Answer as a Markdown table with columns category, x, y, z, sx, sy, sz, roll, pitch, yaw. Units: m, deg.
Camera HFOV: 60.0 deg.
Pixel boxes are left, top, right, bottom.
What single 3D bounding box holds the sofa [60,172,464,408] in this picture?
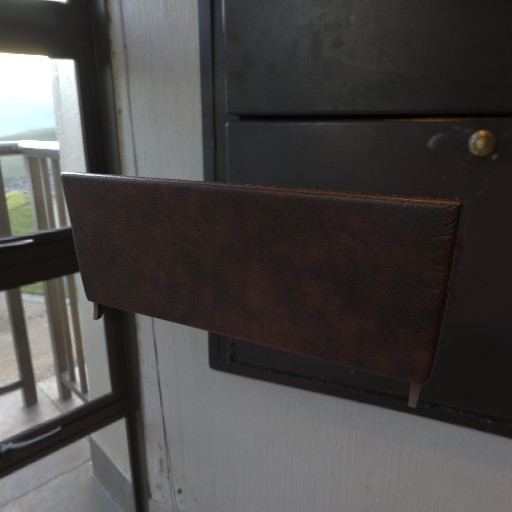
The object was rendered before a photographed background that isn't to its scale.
| category | x | y | z | sx | sy | sz | roll | pitch | yaw |
| --- | --- | --- | --- | --- | --- | --- | --- | --- | --- |
| sofa | 0.000 | 0.000 | 2.398 | 1.995 | 0.871 | 0.786 | 9 | 19 | 26 |
